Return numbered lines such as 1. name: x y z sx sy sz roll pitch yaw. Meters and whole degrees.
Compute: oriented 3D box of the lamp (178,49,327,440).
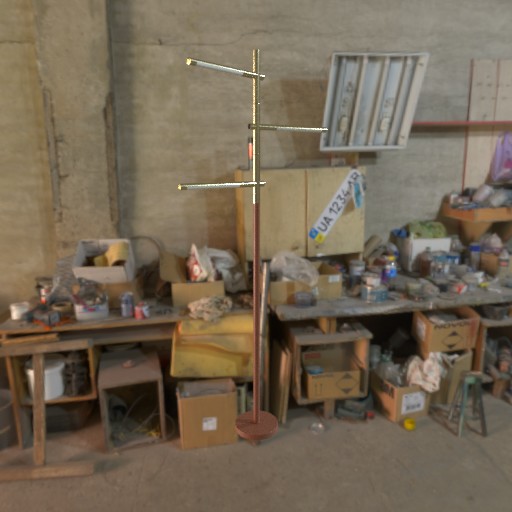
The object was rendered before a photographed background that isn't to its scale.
1. lamp: 0.000 0.000 1.973 0.209 1.704 0.737 12 17 44
